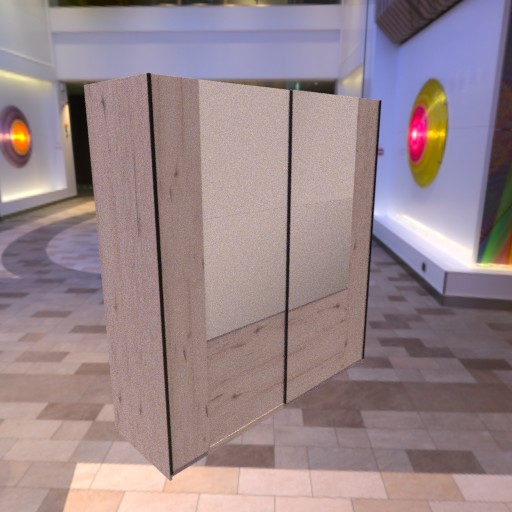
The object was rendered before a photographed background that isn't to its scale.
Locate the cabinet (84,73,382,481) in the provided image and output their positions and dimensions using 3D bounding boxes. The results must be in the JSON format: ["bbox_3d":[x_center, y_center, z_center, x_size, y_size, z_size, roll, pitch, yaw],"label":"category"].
[{"bbox_3d":[0.000,0.000,3.159,2.000,2.180,0.660,-14,20,-43],"label":"cabinet"}]
